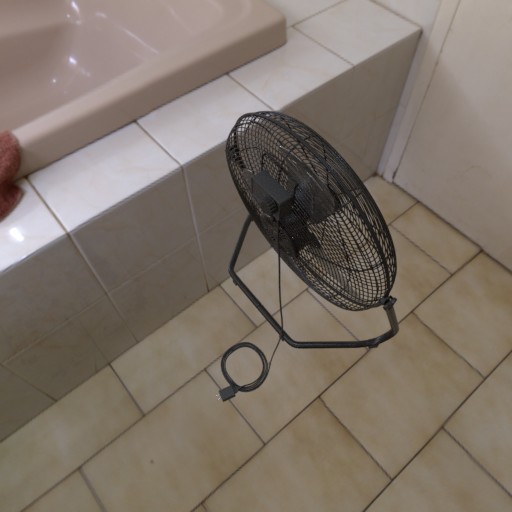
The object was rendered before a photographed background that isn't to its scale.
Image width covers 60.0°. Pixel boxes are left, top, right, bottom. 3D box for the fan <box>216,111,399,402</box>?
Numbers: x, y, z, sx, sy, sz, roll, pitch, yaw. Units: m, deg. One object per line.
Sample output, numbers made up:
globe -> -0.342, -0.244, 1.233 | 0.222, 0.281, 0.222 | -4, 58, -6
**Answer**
fan -> 0.000, 0.000, 0.930 | 0.424, 0.546, 0.555 | -33, 64, -19
